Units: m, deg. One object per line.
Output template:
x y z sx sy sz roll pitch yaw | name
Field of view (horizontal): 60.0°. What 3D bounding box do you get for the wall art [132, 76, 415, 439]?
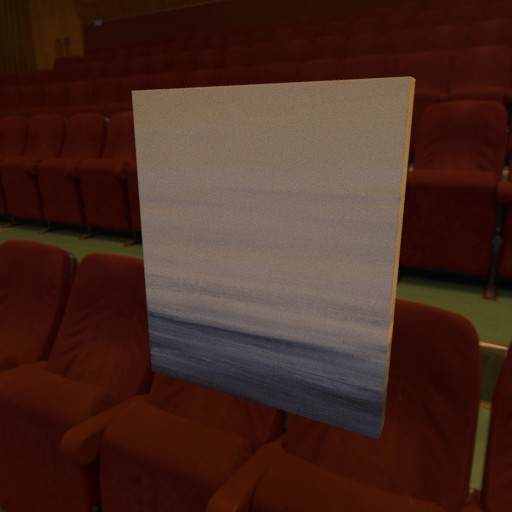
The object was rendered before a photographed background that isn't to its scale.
0.000 0.000 0.710 0.435 0.511 0.037 8 18 26 | wall art
